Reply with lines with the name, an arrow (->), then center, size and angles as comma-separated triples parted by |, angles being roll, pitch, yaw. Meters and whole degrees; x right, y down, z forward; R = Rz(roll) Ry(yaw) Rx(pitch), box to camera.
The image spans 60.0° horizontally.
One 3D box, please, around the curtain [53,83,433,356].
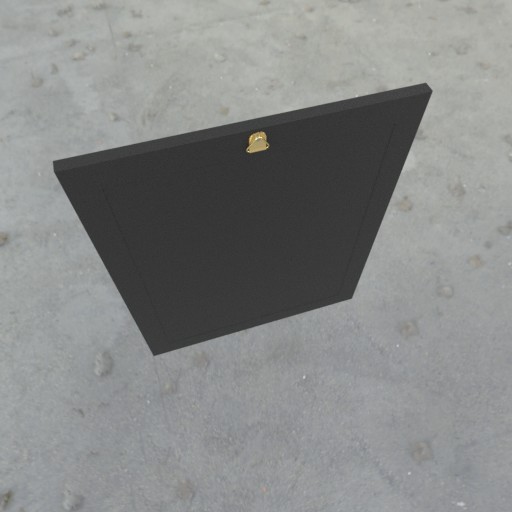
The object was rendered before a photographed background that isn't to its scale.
curtain -> 0.000, 0.000, 0.789 | 0.483, 0.585, 0.027 | -15, 58, -9
